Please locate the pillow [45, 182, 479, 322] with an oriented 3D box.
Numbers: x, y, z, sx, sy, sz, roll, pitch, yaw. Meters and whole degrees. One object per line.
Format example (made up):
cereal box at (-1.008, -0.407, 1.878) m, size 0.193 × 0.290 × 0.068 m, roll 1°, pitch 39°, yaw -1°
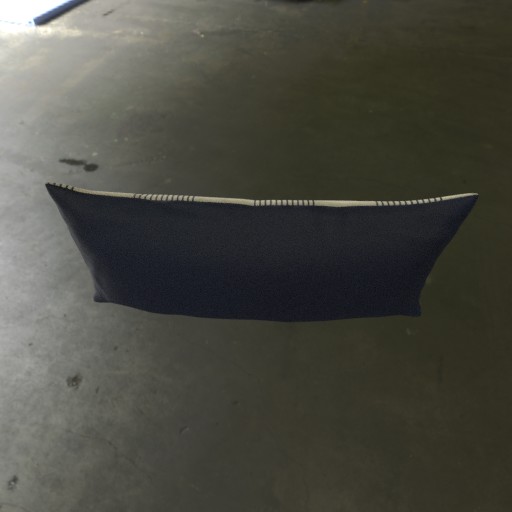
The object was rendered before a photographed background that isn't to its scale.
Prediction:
pillow at (0.000, 0.000, 0.722) m, size 0.610 × 0.287 × 0.151 m, roll 2°, pitch 47°, yaw 2°
